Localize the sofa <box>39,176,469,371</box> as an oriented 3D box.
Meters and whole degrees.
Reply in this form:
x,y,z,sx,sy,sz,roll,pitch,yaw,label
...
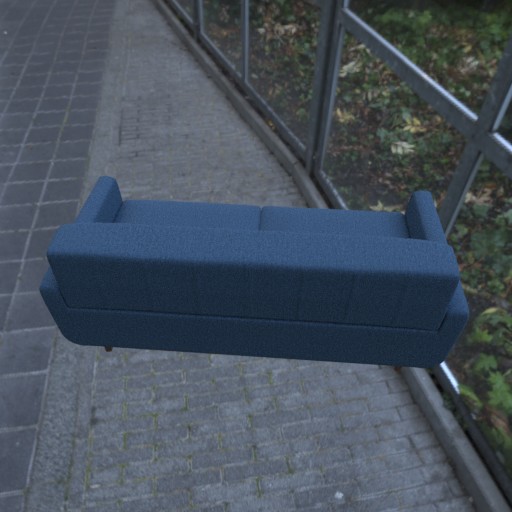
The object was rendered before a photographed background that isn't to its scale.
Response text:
x,y,z,sx,sy,sz,roll,pitch,yaw,label
0.000,0.000,2.517,2.055,0.884,0.942,3,46,3,sofa
